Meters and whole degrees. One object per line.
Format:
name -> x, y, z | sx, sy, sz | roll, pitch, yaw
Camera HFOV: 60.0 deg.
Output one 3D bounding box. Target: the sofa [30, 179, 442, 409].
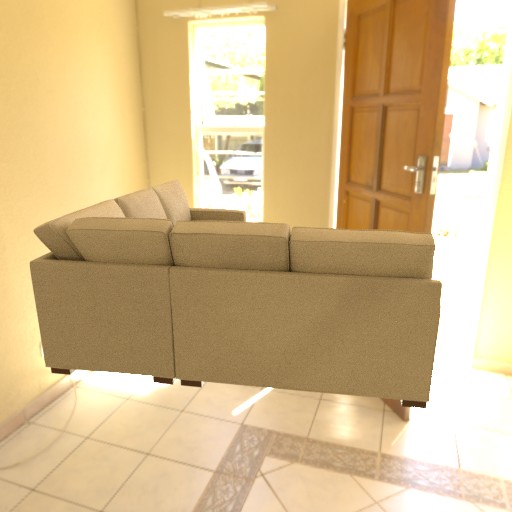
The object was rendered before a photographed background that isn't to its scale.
sofa -> 0.000, 0.000, 3.363 | 2.182, 0.939, 2.189 | 3, 17, 9
